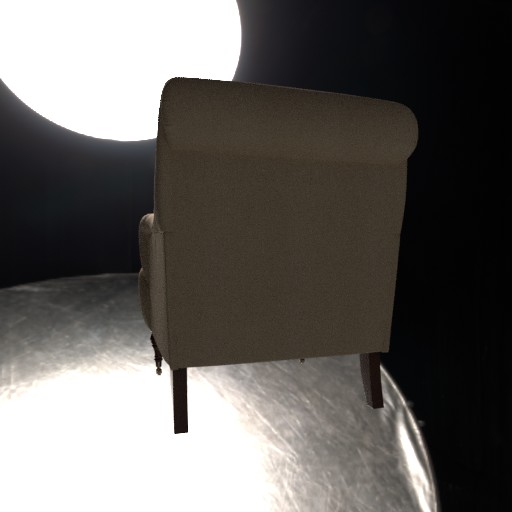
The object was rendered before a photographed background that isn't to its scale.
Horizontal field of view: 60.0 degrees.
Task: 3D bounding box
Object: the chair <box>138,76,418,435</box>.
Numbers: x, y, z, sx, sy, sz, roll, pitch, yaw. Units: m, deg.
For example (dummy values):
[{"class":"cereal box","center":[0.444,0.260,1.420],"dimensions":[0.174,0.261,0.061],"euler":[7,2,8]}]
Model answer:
[{"class":"chair","center":[0.000,0.000,1.556],"dimensions":[0.766,0.944,0.842],"euler":[0,1,-18]}]
